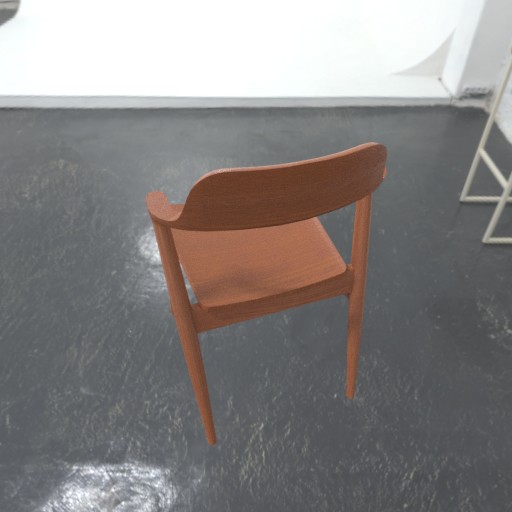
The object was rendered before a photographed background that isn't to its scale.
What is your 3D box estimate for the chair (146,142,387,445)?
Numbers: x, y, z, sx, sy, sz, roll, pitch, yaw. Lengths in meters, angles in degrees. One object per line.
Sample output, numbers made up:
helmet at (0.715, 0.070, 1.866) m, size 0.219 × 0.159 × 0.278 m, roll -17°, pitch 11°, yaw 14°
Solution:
chair at (0.000, 0.000, 1.136) m, size 0.496 × 0.801 × 0.499 m, roll -13°, pitch 43°, yaw -14°
